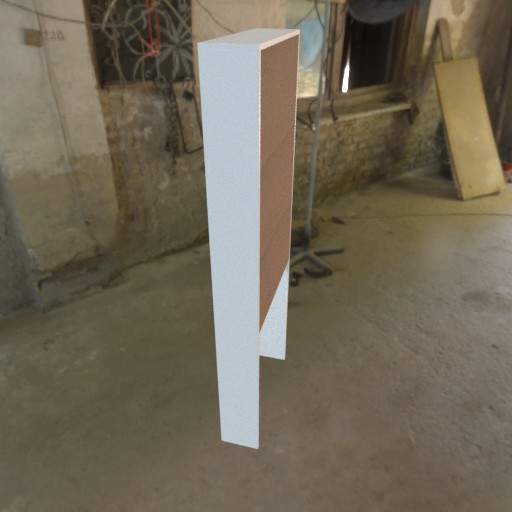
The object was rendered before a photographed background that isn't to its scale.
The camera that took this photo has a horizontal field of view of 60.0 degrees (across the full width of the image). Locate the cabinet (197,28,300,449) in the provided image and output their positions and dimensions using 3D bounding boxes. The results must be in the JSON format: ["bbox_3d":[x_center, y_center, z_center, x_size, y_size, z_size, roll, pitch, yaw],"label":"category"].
[{"bbox_3d":[0.000,0.000,1.978,0.192,1.770,0.643,8,31,13],"label":"cabinet"}]
